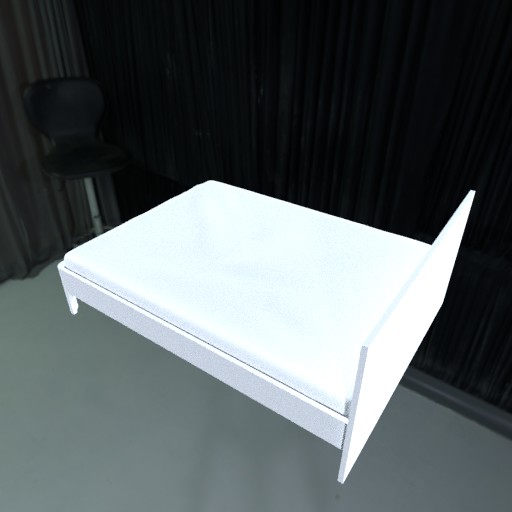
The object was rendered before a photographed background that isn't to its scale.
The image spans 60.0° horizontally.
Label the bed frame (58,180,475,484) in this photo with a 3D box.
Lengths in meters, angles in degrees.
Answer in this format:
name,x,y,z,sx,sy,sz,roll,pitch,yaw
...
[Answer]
name,x,y,z,sx,sy,sz,roll,pitch,yaw
bed frame,0.000,0.000,2.655,1.950,0.800,1.490,21,38,29
